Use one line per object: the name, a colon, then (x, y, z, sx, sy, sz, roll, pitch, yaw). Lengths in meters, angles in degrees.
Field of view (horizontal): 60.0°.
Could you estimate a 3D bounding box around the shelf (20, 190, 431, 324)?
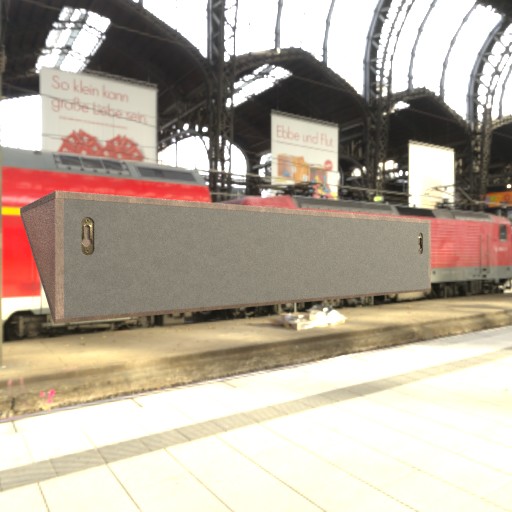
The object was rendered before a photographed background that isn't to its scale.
shelf: (0.000, 0.000, 0.673, 0.610, 0.125, 0.200, 0, 0, -36)
